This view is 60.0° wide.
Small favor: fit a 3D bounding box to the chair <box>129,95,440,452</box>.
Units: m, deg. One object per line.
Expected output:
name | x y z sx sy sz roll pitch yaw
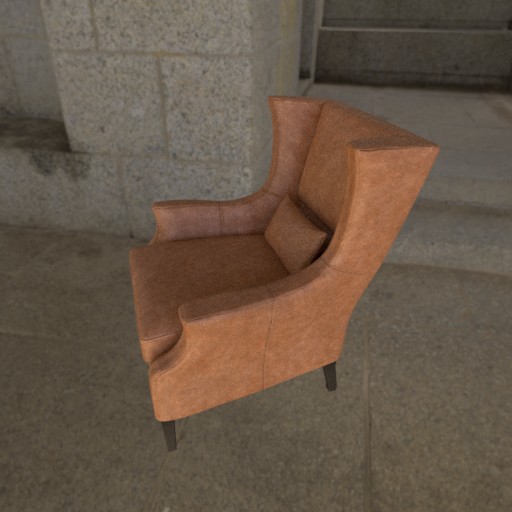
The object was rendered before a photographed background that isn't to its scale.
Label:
chair | 0.000 0.000 1.677 0.926 1.016 0.853 -9 32 -15
